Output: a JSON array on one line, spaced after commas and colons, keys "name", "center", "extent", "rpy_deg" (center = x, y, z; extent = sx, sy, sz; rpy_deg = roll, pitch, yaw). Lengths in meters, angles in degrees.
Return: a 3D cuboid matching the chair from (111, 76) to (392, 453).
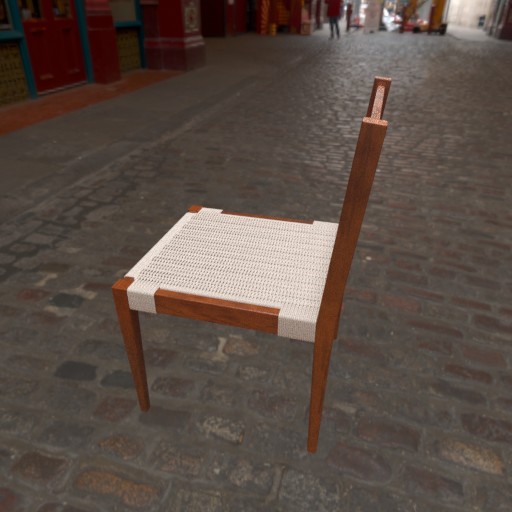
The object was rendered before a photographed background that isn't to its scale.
[{"name": "chair", "center": [0.000, 0.000, 1.183], "extent": [0.569, 0.851, 0.495], "rpy_deg": [8, 31, 13]}]
